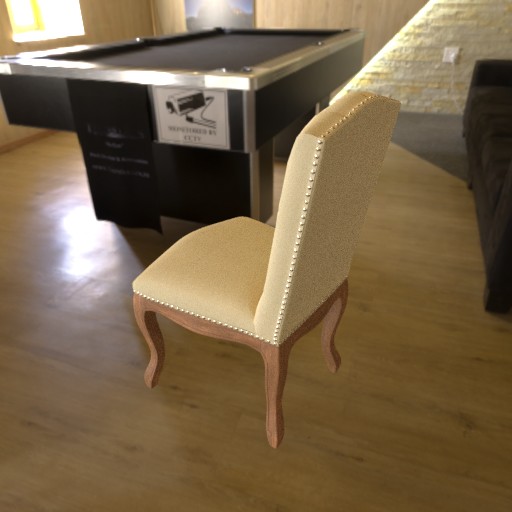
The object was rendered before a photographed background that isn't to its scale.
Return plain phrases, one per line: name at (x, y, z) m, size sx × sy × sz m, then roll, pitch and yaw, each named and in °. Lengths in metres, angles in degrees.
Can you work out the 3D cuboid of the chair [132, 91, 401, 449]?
chair at (0.000, 0.000, 1.553) m, size 0.715 × 1.165 × 0.623 m, roll 21°, pitch 37°, yaw 30°
